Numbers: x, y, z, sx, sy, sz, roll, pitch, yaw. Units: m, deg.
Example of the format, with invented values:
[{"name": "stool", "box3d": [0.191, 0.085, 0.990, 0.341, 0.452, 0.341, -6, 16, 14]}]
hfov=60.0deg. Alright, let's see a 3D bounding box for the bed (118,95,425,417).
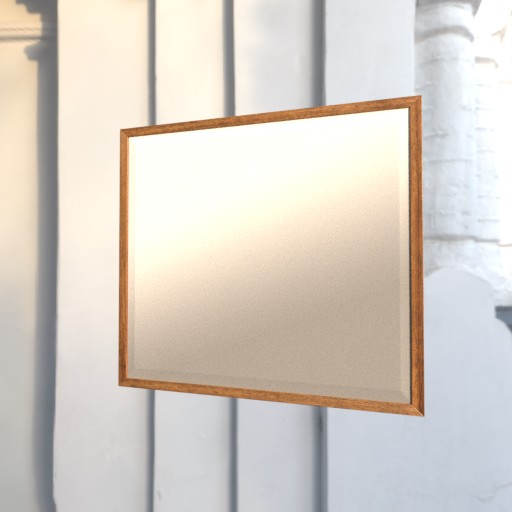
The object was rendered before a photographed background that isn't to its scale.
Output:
[{"name": "bed", "box3d": [0.000, 0.000, 1.476, 1.041, 0.940, 0.043, 0, -1, 18]}]
